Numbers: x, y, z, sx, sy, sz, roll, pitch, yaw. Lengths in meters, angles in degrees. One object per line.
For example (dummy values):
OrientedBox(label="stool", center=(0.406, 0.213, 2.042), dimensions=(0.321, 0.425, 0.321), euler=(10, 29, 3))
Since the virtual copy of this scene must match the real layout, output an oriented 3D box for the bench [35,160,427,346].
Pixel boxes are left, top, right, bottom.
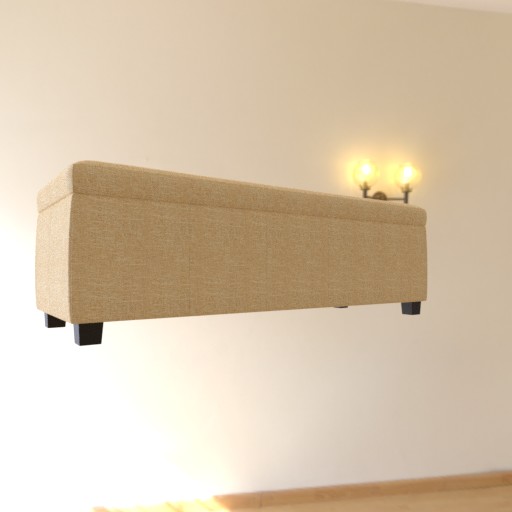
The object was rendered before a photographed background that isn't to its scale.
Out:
OrientedBox(label="bench", center=(0.000, 0.000, 1.417), dimensions=(1.219, 0.406, 0.432), euler=(1, -2, -35))
